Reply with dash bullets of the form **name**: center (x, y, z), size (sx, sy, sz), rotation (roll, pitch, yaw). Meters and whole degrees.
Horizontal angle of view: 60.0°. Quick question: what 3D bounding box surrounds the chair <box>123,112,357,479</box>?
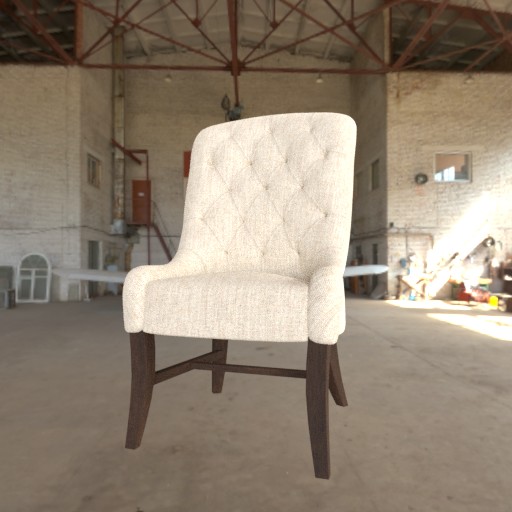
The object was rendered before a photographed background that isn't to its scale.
- **chair**: center (0.000, 0.000, 1.462), size (0.634, 1.091, 0.629), rotation (0, 0, 18)
